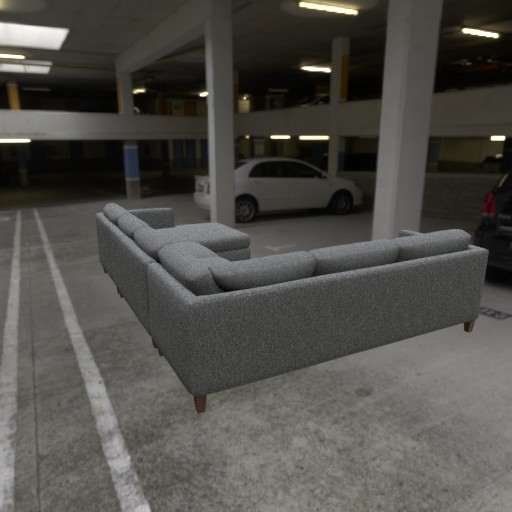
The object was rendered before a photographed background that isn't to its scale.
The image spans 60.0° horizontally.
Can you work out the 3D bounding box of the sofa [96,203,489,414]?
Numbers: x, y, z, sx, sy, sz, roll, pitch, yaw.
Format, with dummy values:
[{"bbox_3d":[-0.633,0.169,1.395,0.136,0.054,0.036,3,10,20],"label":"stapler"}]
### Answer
[{"bbox_3d":[0.000,0.000,4.379,2.551,0.853,3.238,-8,17,-27],"label":"sofa"}]
